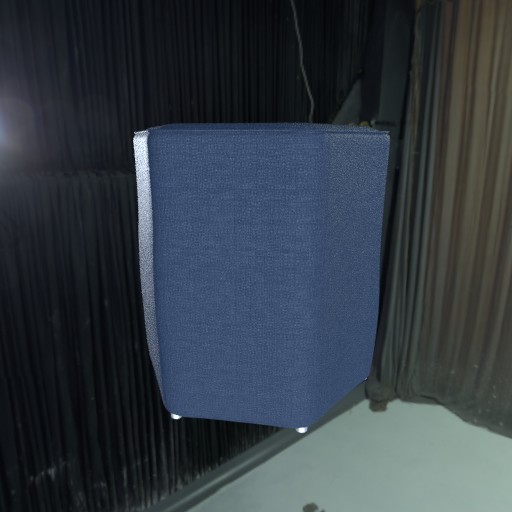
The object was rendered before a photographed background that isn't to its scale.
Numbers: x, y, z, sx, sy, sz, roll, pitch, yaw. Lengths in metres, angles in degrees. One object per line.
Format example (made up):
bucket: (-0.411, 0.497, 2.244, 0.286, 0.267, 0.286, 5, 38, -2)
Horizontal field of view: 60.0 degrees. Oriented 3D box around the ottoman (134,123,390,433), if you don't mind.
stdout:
ottoman: (0.000, 0.000, 0.898, 0.454, 0.505, 0.492, 14, 20, 42)
